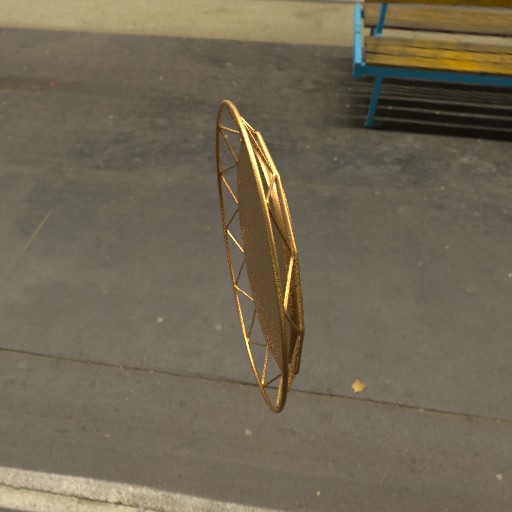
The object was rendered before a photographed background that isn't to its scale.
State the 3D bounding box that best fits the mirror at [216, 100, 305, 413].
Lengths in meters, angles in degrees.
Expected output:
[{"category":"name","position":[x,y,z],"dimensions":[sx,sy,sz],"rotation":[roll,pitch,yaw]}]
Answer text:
[{"category":"mirror","position":[0.000,0.000,0.675],"dimensions":[0.043,0.454,0.454],"rotation":[-10,46,-9]}]
